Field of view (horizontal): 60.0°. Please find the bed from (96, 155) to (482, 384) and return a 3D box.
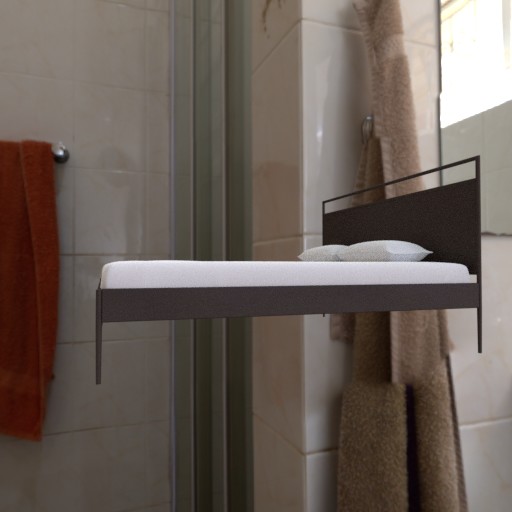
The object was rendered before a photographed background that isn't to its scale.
[{"bbox_3d":[0.000,0.000,3.218,2.151,1.173,1.993,0,-1,-19],"label":"bed"}]
